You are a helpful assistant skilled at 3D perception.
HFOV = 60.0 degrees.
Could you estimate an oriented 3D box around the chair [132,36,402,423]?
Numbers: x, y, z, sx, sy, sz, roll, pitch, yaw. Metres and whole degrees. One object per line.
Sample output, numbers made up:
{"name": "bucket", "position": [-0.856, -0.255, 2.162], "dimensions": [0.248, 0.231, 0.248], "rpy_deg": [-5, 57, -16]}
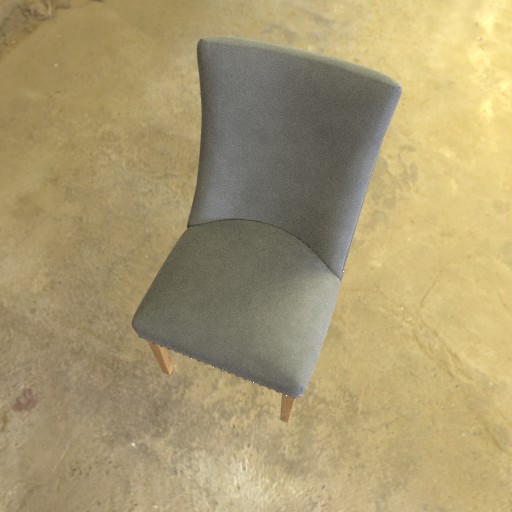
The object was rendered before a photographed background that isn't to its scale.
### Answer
{"name": "chair", "position": [0.000, 0.000, 1.229], "dimensions": [0.495, 0.902, 0.610], "rpy_deg": [18, 60, 11]}
